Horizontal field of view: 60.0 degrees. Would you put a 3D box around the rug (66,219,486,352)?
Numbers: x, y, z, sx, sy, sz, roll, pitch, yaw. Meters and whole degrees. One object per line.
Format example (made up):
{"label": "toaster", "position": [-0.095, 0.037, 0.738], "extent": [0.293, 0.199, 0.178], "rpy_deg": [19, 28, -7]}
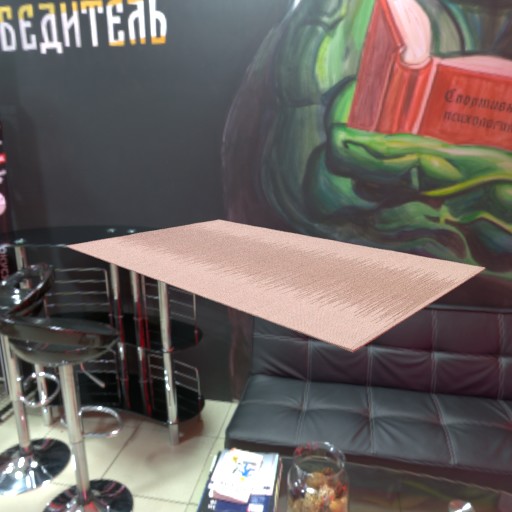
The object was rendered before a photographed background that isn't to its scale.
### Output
{"label": "rug", "position": [0.000, 0.000, 2.988], "extent": [2.440, 0.012, 1.522], "rpy_deg": [14, 20, 42]}
